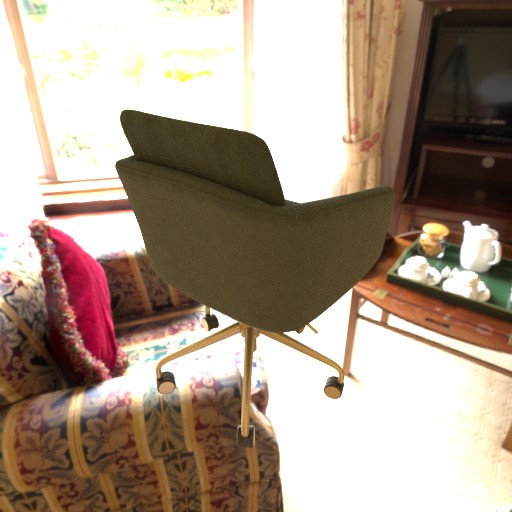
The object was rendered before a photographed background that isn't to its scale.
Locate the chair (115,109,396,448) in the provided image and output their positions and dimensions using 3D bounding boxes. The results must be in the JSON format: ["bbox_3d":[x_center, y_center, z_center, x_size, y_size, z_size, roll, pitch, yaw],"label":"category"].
[{"bbox_3d":[0.000,0.000,1.352,0.641,0.908,0.635,21,35,33],"label":"chair"}]
